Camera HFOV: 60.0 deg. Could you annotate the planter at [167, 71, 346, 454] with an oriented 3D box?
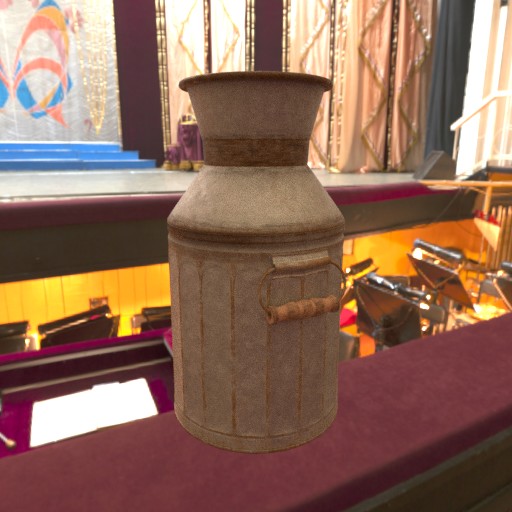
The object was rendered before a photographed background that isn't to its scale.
[{"bbox_3d":[0.000,0.000,0.541,0.214,0.396,0.245,-7,16,-26],"label":"planter"}]
